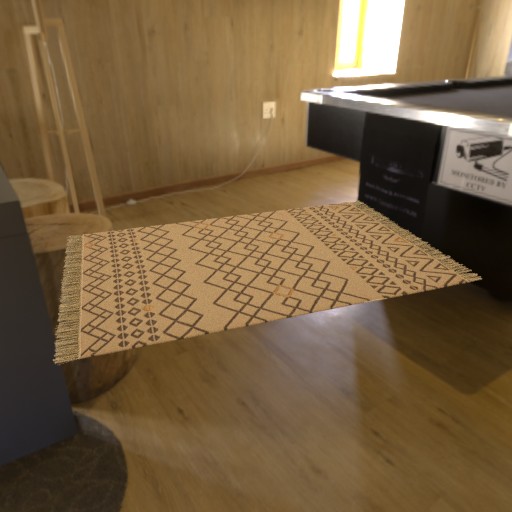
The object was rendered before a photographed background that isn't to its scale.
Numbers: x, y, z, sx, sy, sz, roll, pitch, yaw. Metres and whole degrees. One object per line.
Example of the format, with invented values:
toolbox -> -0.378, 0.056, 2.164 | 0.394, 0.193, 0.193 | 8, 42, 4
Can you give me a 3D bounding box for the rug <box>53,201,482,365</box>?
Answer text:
rug -> 0.000, 0.000, 2.458 | 2.023, 0.028, 1.224 | -9, 28, -16
